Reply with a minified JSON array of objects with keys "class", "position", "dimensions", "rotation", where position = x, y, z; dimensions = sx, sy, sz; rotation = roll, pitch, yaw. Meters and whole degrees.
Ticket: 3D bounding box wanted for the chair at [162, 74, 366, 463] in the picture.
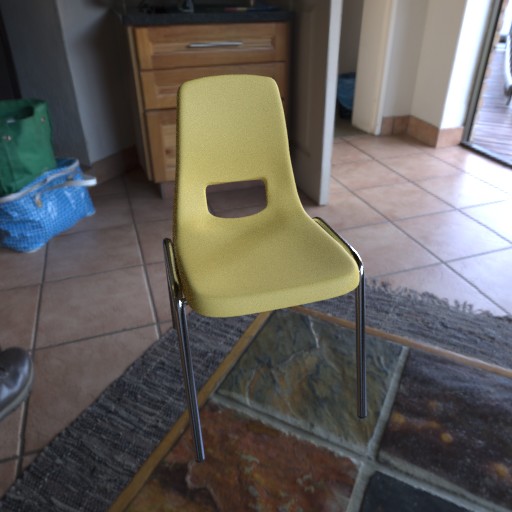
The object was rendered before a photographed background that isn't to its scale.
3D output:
[{"class":"chair","position":[0.000,0.000,0.935],"dimensions":[0.381,0.653,0.436],"rotation":[-9,32,-14]}]
